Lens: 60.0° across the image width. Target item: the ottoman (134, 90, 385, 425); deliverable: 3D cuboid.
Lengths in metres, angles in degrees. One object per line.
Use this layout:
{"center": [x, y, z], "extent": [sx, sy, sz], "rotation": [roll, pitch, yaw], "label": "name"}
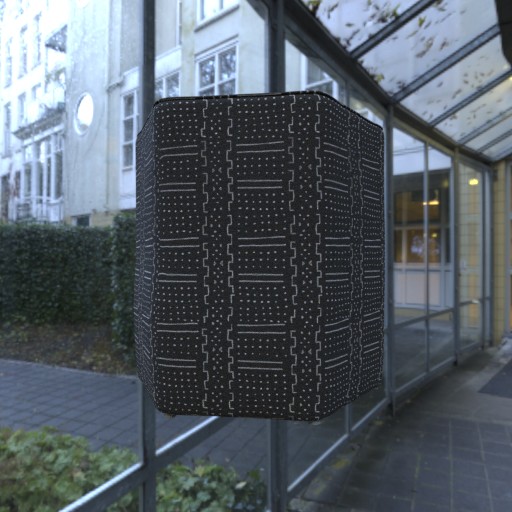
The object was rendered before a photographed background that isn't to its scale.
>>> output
{"center": [0.000, 0.000, 0.872], "extent": [0.443, 0.502, 0.494], "rotation": [0, 0, 37], "label": "ottoman"}
